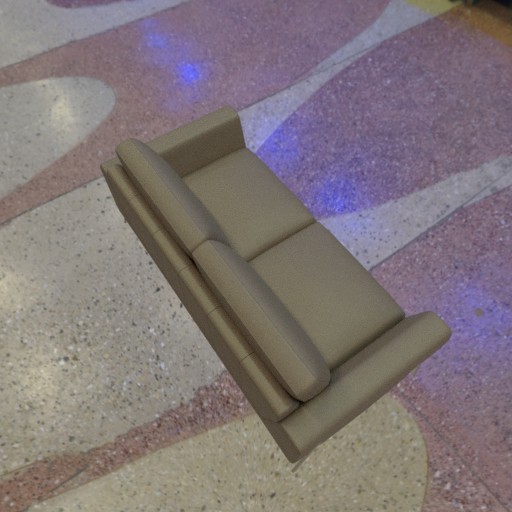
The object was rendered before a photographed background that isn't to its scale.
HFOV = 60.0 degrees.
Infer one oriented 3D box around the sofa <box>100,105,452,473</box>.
[{"bbox_3d":[0.000,0.000,2.566,0.953,0.875,2.017,-31,63,-17],"label":"sofa"}]
